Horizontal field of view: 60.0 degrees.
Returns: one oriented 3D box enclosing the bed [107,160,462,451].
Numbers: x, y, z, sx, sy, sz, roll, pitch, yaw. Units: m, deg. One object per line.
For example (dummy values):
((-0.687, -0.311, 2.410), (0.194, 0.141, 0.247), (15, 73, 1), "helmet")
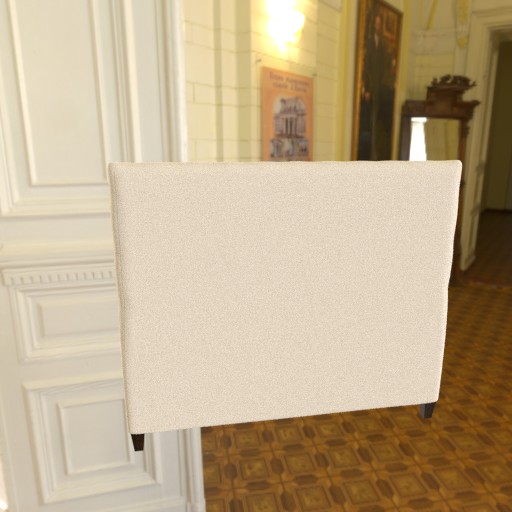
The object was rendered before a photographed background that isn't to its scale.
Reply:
((0.000, 0.000, 3.240), (1.696, 1.426, 2.233), (-2, 14, -10), "bed")
